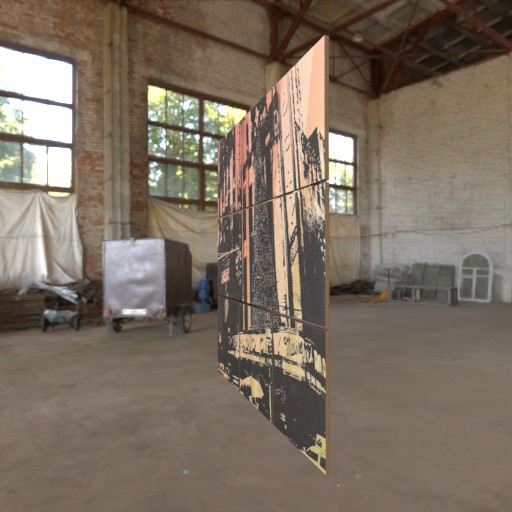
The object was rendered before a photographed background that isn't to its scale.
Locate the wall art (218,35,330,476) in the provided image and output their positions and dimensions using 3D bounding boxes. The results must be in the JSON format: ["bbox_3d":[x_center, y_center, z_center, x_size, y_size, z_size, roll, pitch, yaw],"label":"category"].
[{"bbox_3d":[0.000,0.000,1.796,0.013,1.216,1.216,0,0,-19],"label":"wall art"}]
